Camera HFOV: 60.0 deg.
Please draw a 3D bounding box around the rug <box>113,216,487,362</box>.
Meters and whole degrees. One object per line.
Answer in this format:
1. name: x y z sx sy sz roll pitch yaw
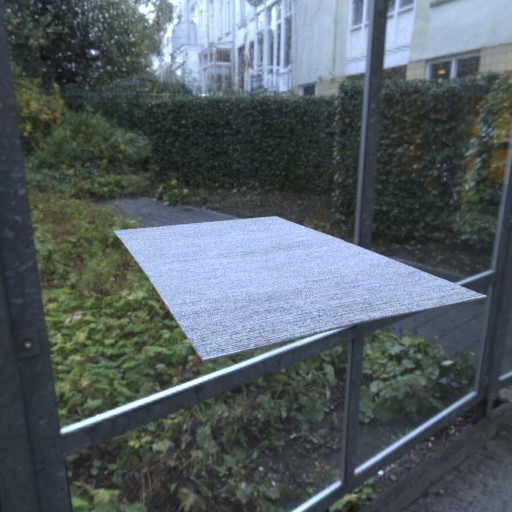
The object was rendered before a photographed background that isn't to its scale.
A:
1. rug: 0.000 0.000 2.254 1.159 0.021 1.789 -7 18 -24
